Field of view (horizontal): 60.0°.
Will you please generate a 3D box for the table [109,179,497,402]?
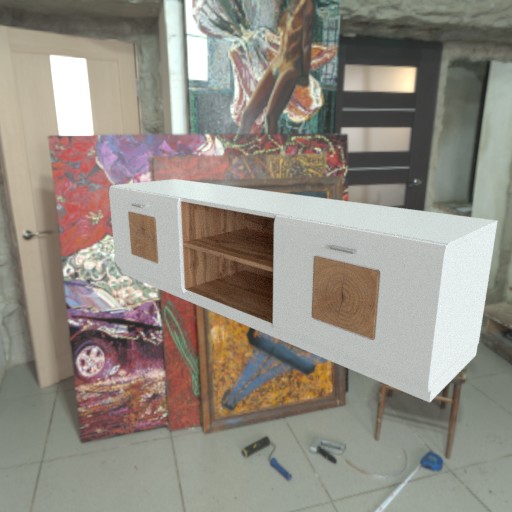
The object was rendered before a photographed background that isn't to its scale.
[{"bbox_3d":[0.000,0.000,1.718,1.550,0.440,0.400,15,22,42],"label":"table"}]
